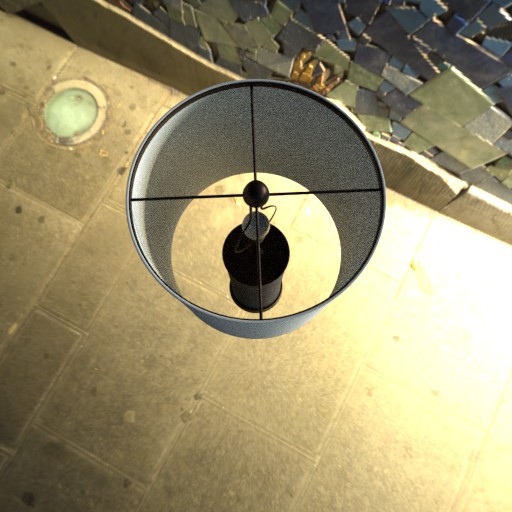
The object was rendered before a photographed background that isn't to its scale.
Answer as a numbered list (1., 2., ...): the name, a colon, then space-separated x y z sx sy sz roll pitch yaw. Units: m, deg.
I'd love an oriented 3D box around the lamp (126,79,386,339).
1. lamp: 0.000 0.000 0.803 0.301 0.630 0.301 42 80 9
